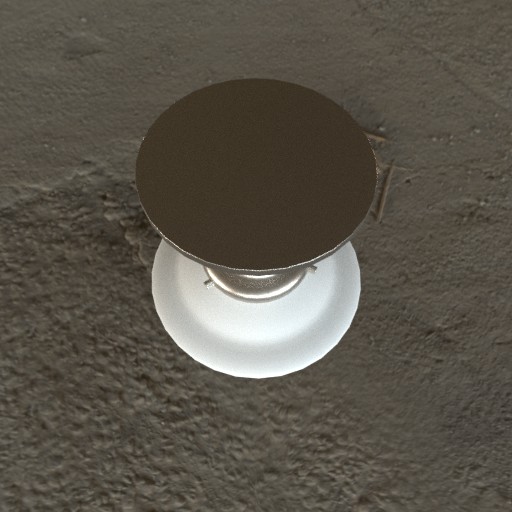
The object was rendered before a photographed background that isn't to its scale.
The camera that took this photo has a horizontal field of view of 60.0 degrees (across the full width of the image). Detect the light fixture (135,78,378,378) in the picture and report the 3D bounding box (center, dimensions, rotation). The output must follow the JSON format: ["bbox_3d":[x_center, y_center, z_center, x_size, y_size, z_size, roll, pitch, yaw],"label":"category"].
[{"bbox_3d":[0.000,0.000,0.392,0.199,0.254,0.199,0,62,0],"label":"light fixture"}]
